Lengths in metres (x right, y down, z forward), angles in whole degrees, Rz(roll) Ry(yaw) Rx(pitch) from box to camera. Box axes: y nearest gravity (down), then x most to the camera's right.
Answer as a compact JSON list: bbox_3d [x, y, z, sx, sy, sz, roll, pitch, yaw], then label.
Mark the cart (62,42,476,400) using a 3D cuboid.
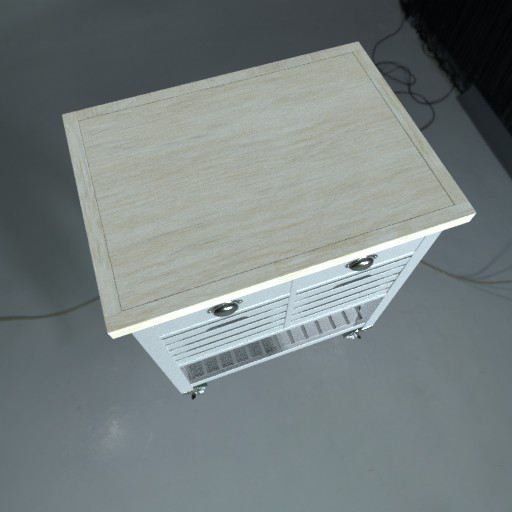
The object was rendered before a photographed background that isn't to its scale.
[{"bbox_3d":[0.000,0.000,1.377,0.762,0.914,0.559,-18,64,-9],"label":"cart"}]
